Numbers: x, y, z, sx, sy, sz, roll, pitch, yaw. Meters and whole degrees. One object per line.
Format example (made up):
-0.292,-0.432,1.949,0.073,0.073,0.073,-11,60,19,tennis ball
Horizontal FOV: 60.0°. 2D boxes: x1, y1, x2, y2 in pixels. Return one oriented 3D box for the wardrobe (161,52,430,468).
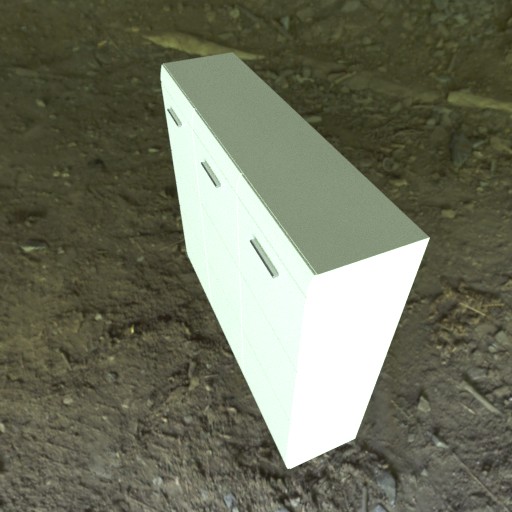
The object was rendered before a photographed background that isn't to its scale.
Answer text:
0.000,0.000,1.911,0.360,1.200,1.340,-17,47,-17,wardrobe
